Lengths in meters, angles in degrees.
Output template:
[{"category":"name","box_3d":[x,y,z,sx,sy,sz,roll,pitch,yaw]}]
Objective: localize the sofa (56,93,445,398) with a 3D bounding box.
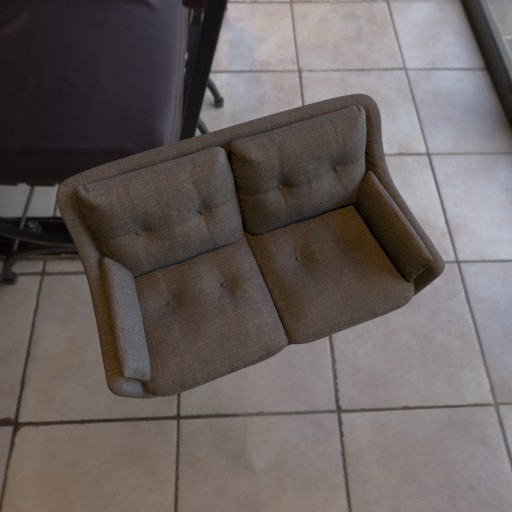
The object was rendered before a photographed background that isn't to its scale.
[{"category":"sofa","box_3d":[0.000,0.000,2.249,1.646,0.887,0.976,-19,65,-9]}]
